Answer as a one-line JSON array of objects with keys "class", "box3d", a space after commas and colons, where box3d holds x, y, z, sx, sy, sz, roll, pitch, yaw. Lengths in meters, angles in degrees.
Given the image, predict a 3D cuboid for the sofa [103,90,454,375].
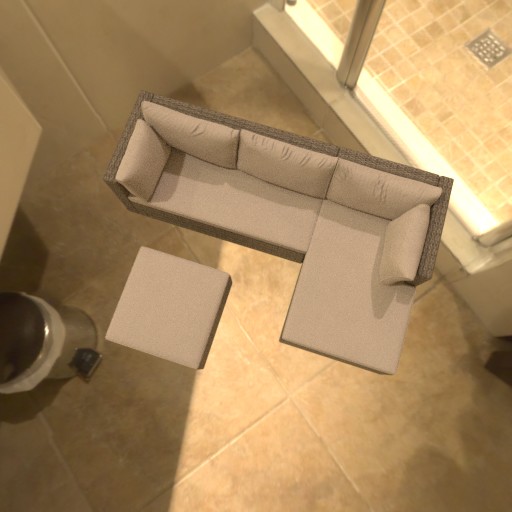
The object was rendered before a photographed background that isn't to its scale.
[{"class": "sofa", "box3d": [0.000, 0.000, 3.016, 2.192, 0.766, 1.662, 17, 77, 4]}]
